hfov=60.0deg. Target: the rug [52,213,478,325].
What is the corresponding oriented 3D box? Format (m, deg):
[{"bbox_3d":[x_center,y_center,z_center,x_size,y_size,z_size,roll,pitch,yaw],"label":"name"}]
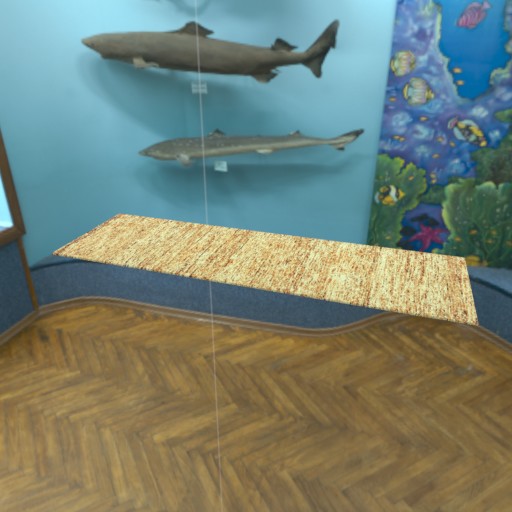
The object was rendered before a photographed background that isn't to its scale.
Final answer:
[{"bbox_3d":[0.000,0.000,2.508,2.237,0.014,0.680,8,27,16],"label":"rug"}]
